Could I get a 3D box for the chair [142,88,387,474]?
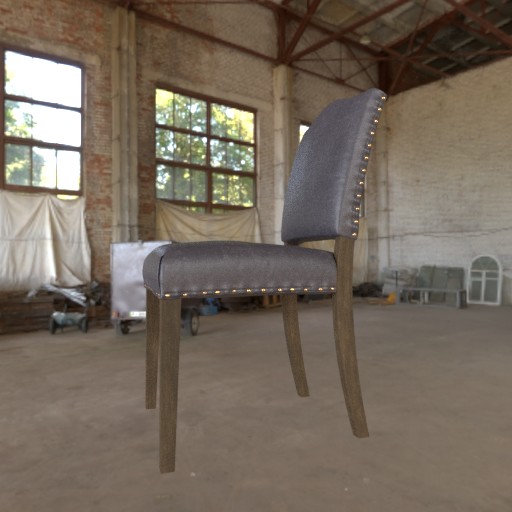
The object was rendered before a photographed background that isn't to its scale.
[{"bbox_3d":[0.000,0.000,1.330,0.633,0.991,0.500,0,-1,-18],"label":"chair"}]
